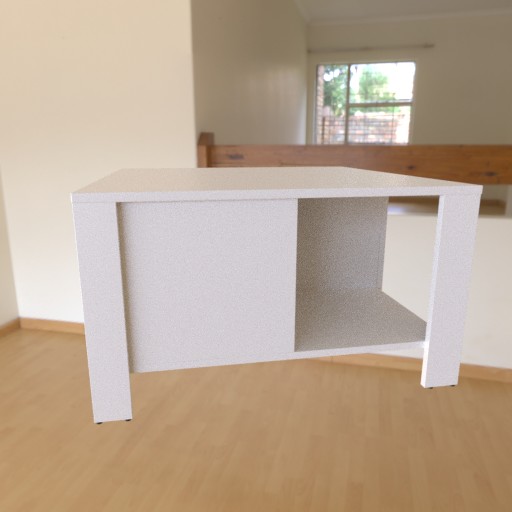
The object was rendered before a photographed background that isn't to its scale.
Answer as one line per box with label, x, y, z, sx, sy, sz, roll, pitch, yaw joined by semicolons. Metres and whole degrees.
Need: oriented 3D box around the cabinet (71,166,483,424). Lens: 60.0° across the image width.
cabinet;0.000;0.000;1.275;0.800;0.460;0.800;-3;14;-10
